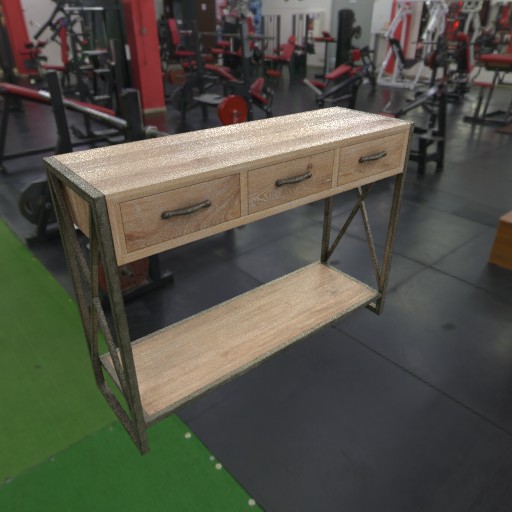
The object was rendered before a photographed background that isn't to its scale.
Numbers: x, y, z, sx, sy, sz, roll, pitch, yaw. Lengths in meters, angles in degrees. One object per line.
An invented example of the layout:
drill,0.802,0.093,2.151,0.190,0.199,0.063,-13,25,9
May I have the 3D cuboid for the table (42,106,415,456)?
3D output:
table,0.000,0.000,1.439,1.059,0.763,0.361,-21,35,-33
